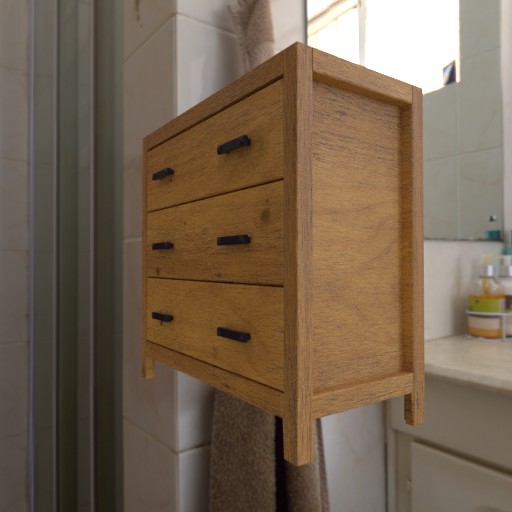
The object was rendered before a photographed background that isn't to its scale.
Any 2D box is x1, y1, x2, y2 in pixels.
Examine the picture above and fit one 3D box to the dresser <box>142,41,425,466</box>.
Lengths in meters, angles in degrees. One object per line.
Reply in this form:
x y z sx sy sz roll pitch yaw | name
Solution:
0.000 0.000 1.271 0.427 0.804 0.804 1 -1 -35 | dresser
